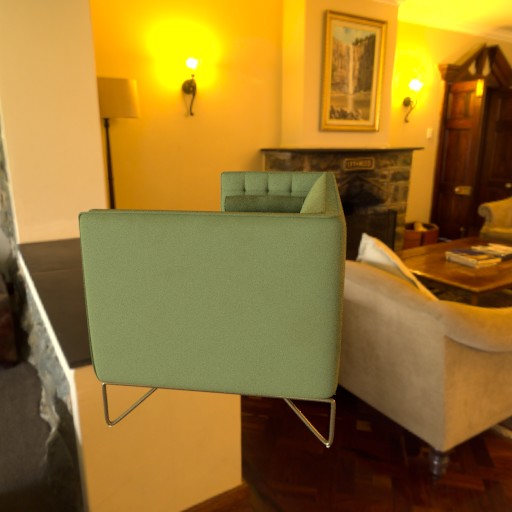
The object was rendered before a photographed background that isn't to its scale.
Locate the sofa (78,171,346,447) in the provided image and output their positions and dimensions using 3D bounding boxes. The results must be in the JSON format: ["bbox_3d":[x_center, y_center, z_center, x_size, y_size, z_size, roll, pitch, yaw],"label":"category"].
[{"bbox_3d":[0.000,0.000,2.418,0.867,0.789,2.087,2,15,9],"label":"sofa"}]
